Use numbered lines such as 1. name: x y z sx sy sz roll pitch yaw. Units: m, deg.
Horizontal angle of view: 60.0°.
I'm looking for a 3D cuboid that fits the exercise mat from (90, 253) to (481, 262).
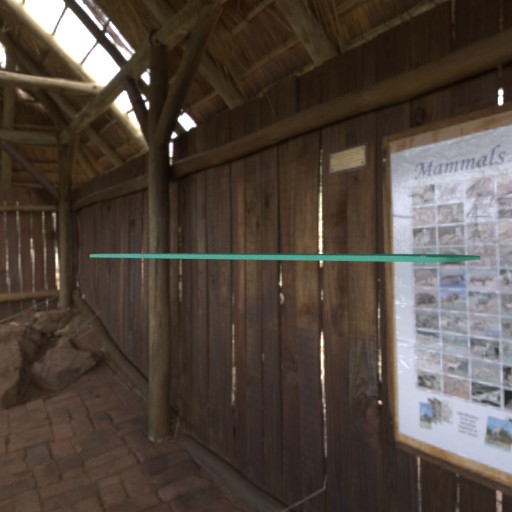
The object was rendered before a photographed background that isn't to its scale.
1. exercise mat: 0.000 0.000 2.128 1.869 0.021 0.616 0 1 36
